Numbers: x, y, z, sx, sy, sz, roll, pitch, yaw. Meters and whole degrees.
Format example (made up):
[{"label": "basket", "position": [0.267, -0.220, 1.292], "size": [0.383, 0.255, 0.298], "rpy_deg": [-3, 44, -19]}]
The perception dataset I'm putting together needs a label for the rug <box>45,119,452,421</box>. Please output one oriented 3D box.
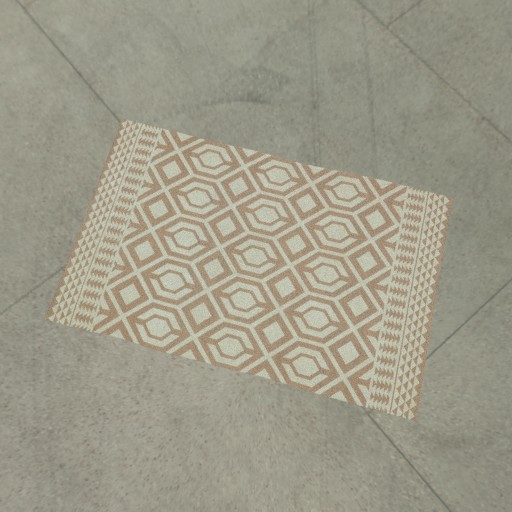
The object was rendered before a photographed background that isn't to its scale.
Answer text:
[{"label": "rug", "position": [0.000, 0.000, 2.984], "size": [2.435, 0.011, 1.526], "rpy_deg": [14, 76, 4]}]
